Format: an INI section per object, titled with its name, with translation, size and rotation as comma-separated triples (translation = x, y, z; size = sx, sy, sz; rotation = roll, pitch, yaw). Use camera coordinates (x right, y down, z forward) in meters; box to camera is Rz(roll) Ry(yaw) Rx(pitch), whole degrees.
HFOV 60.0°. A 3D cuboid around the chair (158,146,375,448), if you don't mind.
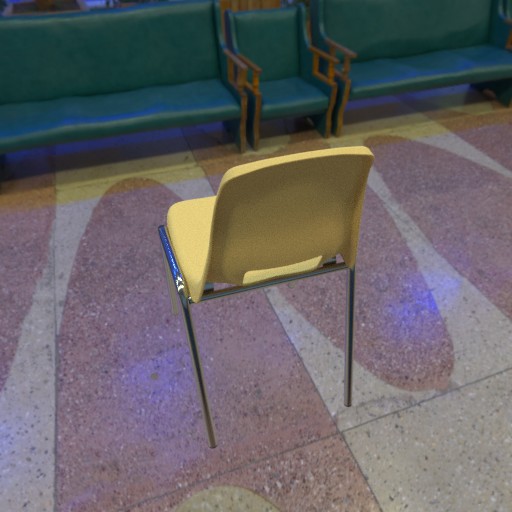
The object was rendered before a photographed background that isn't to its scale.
[chair]
translation = 0.000, 0.000, 0.955
size = 0.381, 0.704, 0.436
rotation = -12, 43, -13
